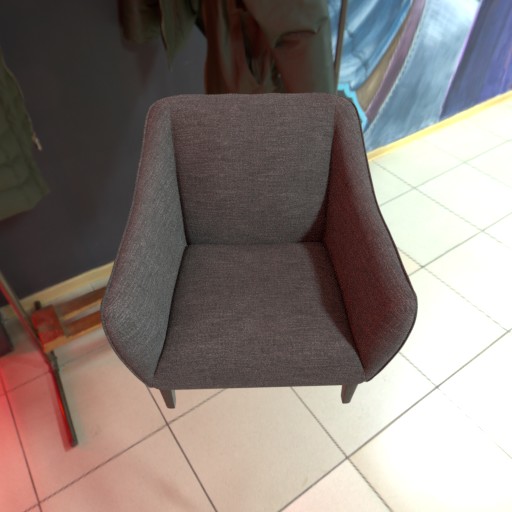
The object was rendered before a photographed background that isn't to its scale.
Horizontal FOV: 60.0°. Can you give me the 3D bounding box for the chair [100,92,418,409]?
[{"bbox_3d":[0.000,0.000,1.580,0.870,0.829,0.851,-1,45,-1],"label":"chair"}]
